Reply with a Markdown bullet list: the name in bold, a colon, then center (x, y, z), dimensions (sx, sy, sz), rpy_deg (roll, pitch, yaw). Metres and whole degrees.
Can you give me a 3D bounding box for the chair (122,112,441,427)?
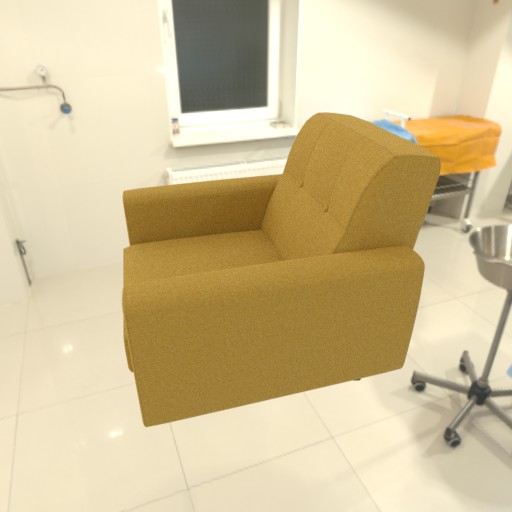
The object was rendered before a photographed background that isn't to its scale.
- **chair**: center (0.000, 0.000, 1.540), dimensions (0.909, 0.841, 0.831), rpy_deg (-7, 30, -13)
